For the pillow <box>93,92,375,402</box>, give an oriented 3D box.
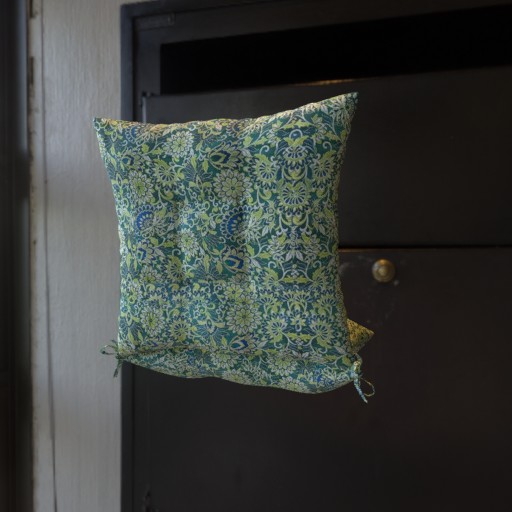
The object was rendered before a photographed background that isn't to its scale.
[{"bbox_3d":[0.000,0.000,1.016,0.541,0.536,0.585,0,1,18],"label":"pillow"}]
